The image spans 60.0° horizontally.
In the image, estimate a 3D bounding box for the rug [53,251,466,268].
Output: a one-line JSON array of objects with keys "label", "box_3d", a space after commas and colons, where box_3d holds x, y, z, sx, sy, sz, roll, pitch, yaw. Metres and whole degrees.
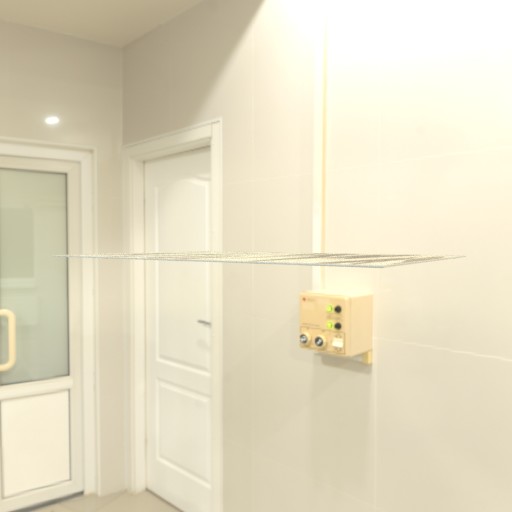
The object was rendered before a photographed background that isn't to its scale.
[{"label": "rug", "box_3d": [0.000, 0.000, 2.350, 1.827, 0.008, 1.225, 1, 2, 36]}]
